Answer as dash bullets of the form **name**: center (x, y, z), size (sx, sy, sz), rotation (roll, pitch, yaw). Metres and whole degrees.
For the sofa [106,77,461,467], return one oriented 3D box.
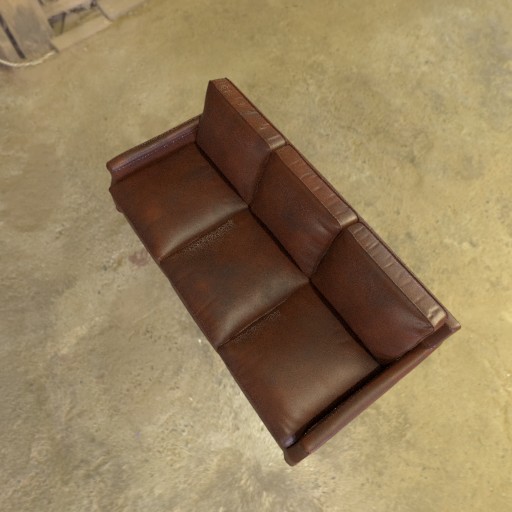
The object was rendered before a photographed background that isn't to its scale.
- **sofa**: center (0.000, 0.000, 2.828), size (1.084, 1.003, 2.240), rotation (-32, 68, -15)
